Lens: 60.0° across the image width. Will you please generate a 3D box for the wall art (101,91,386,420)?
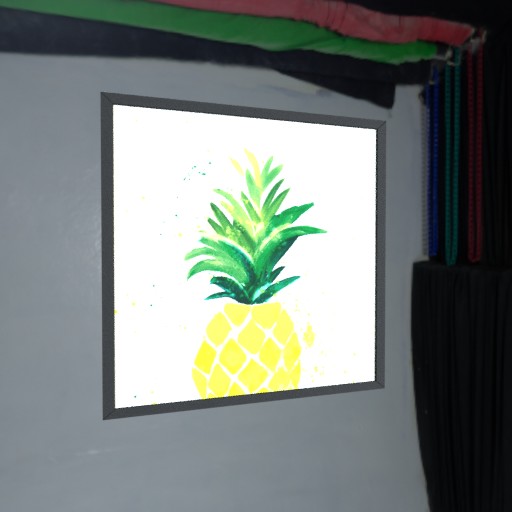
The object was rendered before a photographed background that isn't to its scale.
[{"bbox_3d":[0.000,0.000,1.159,0.762,0.760,0.037,0,1,-18],"label":"wall art"}]
